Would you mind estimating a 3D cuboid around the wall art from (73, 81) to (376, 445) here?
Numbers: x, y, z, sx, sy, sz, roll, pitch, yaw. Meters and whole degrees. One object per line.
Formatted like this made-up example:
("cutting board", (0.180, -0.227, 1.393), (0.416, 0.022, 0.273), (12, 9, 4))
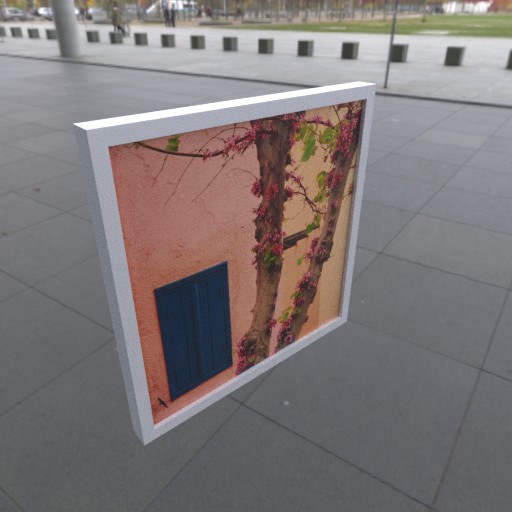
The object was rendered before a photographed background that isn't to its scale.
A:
("wall art", (0.000, 0.000, 0.753), (0.507, 0.508, 0.038), (-22, 36, -34))
